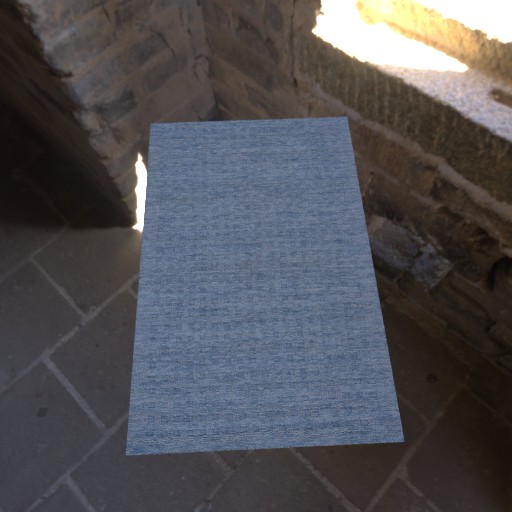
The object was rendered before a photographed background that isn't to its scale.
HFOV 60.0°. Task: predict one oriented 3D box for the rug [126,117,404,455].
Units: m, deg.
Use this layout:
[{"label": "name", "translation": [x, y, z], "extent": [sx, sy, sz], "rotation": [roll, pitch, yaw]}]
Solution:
[{"label": "rug", "translation": [0.000, 0.000, 2.196], "extent": [1.142, 0.006, 1.752], "rotation": [-2, 64, -1]}]
